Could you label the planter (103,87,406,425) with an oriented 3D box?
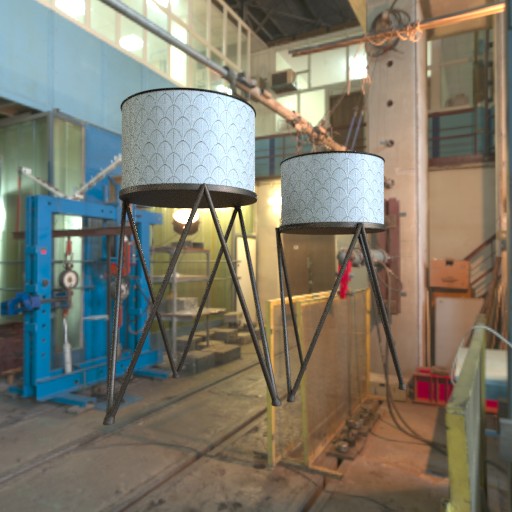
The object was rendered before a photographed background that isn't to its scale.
[{"bbox_3d":[0.000,0.000,1.185,0.769,0.712,0.413,0,-1,-18],"label":"planter"}]
